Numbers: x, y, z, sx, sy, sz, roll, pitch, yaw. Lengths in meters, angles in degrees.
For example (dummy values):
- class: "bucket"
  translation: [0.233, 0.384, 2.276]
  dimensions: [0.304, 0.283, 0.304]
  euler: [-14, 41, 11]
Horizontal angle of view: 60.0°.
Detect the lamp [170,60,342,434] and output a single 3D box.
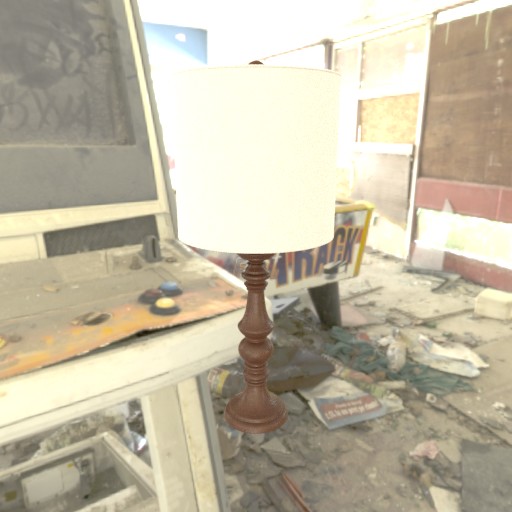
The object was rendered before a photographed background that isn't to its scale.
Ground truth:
- class: "lamp"
  translation: [0.000, 0.000, 0.732]
  dimensions: [0.250, 0.597, 0.250]
  euler: [-2, 16, -8]
